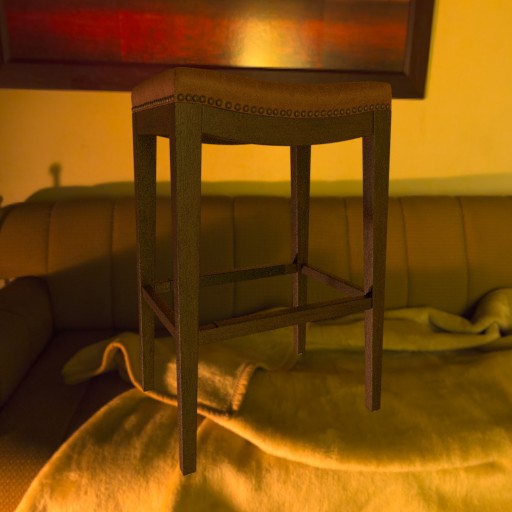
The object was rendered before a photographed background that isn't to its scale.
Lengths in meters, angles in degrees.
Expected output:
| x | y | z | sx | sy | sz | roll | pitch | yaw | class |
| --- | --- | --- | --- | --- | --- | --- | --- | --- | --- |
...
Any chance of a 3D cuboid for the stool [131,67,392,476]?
| x | y | z | sx | sy | sz | roll | pitch | yaw | class |
| --- | --- | --- | --- | --- | --- | --- | --- | --- | --- |
| 0.000 | 0.000 | 1.037 | 0.500 | 0.759 | 0.361 | -7 | 16 | -26 | stool |
